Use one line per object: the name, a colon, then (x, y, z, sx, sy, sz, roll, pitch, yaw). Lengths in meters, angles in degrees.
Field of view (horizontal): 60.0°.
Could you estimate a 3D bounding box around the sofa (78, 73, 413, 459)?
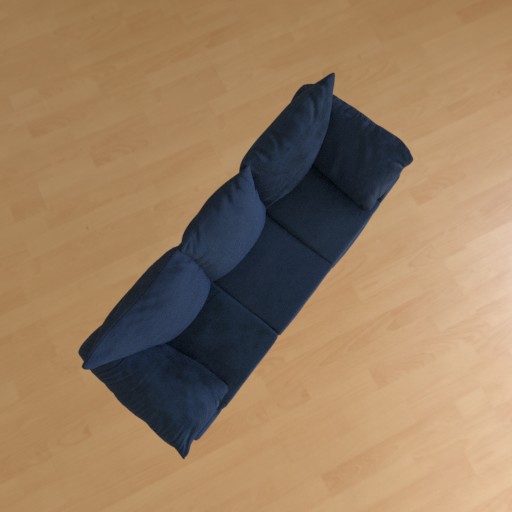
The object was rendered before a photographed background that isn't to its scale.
sofa: (0.000, 0.000, 2.909, 0.907, 1.091, 2.390, 37, 79, 8)
